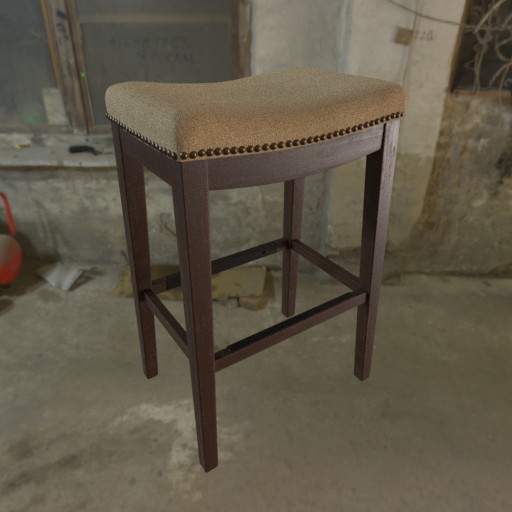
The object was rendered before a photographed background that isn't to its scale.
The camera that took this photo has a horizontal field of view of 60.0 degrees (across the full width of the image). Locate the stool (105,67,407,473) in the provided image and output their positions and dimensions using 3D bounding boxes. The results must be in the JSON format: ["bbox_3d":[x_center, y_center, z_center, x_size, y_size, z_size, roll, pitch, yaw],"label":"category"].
[{"bbox_3d":[0.000,0.000,1.029,0.509,0.768,0.363,-19,35,-29],"label":"stool"}]
